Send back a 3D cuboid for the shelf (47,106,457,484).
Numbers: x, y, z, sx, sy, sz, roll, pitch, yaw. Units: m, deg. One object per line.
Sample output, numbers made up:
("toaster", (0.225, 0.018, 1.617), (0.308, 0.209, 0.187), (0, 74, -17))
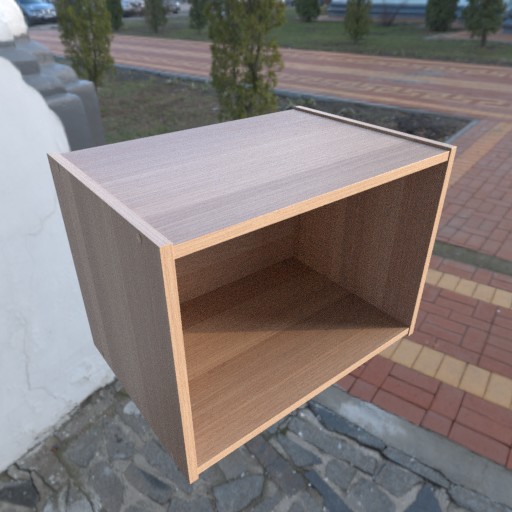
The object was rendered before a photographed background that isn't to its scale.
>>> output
("shelf", (0.000, 0.000, 0.624), (0.415, 0.305, 0.290), (-22, 37, -32))
